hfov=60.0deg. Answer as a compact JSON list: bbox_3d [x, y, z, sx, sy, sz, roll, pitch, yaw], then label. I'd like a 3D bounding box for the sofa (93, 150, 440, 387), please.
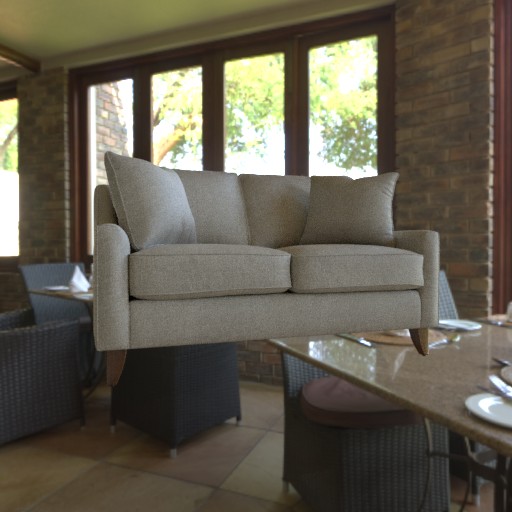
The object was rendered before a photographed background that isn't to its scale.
[{"bbox_3d":[0.000,0.000,2.052,1.422,0.863,0.915,0,1,-19],"label":"sofa"}]
